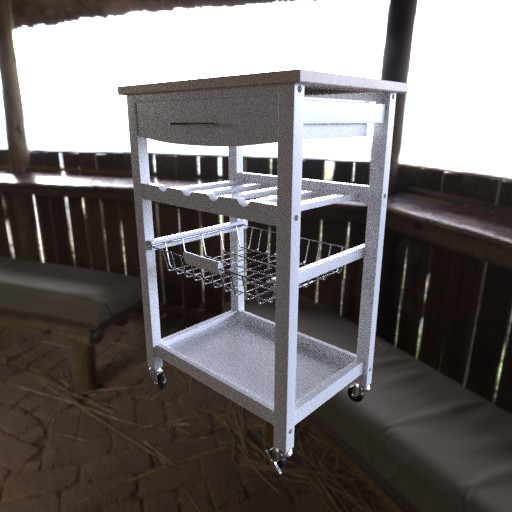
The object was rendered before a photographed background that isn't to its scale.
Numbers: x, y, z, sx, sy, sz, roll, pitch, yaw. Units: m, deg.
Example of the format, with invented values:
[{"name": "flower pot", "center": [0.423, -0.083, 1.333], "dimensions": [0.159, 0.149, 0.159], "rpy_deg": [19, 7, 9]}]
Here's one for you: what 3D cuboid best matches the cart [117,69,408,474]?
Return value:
[{"name": "cart", "center": [0.000, 0.000, 1.187], "dimensions": [0.578, 0.857, 0.406], "rpy_deg": [15, 23, 41]}]
